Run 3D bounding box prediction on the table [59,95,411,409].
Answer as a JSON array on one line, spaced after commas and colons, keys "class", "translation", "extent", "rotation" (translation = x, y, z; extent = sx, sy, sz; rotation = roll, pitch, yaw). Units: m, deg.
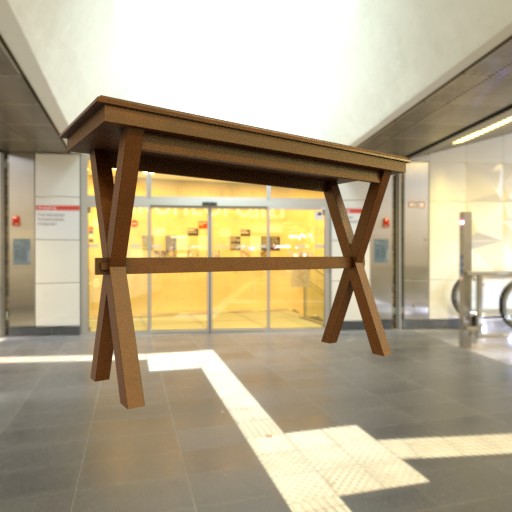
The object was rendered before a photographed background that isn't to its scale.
[{"class": "table", "translation": [0.000, 0.000, 1.547], "extent": [1.197, 0.763, 0.399], "rotation": [0, 0, -35]}]
